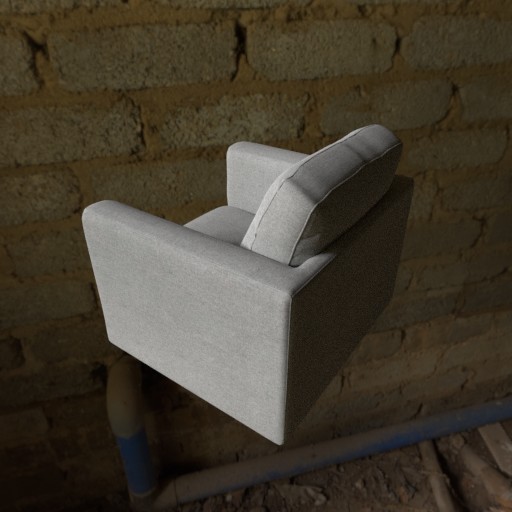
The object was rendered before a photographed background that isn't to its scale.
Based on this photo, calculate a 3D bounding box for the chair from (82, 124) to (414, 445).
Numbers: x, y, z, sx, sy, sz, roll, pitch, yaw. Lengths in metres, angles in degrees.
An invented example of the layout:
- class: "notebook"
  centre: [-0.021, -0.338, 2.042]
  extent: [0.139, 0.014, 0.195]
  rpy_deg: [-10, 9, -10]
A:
- class: "chair"
  centre: [0.000, 0.000, 1.586]
  extent: [0.800, 0.927, 0.855]
  rpy_deg: [21, 38, 29]
